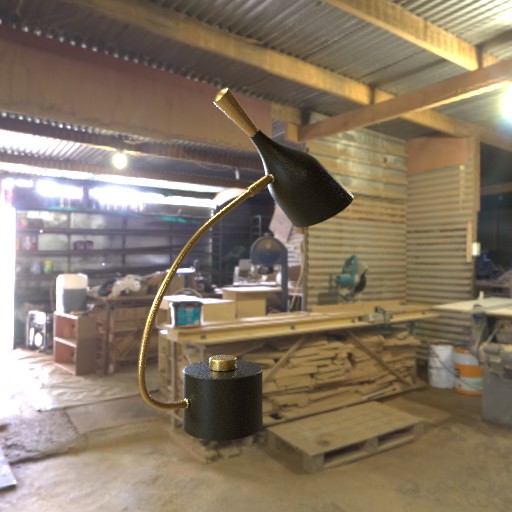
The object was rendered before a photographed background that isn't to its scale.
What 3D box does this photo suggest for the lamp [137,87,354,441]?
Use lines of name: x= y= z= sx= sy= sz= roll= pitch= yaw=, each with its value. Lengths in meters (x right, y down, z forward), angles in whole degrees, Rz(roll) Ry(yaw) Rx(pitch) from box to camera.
lamp: x=0.000 y=0.000 z=0.642 sx=0.352 sy=0.464 sz=0.110 roll=0 pitch=0 yaw=-35
